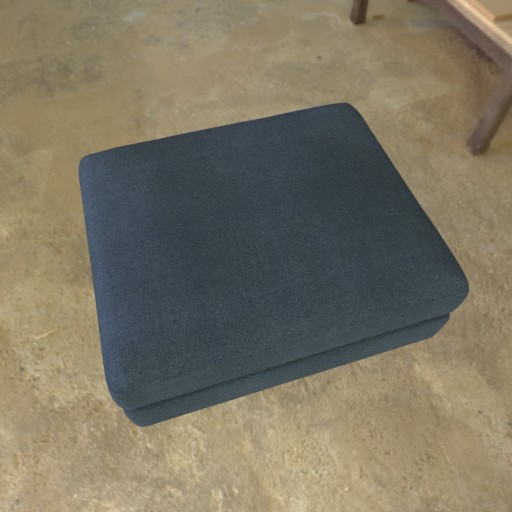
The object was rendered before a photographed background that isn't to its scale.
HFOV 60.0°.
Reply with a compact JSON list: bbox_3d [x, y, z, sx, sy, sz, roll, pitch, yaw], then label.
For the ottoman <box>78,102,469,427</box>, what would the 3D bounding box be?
[{"bbox_3d":[0.000,0.000,1.241,0.821,0.474,0.693,-15,58,-9],"label":"ottoman"}]
